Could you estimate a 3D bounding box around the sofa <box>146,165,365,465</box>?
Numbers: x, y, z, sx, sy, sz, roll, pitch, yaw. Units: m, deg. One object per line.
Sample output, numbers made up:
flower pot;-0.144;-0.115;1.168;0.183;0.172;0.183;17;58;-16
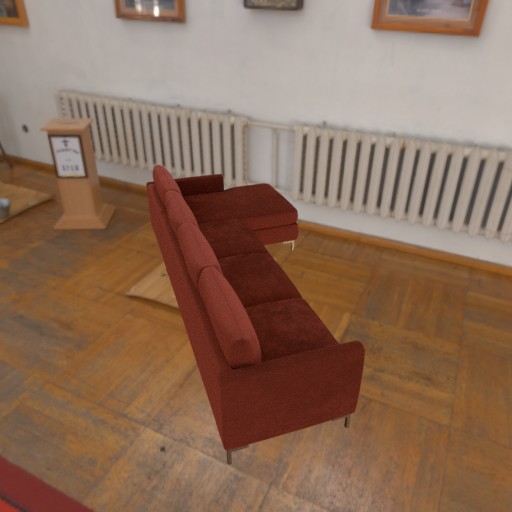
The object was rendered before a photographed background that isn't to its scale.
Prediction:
sofa;0.000;0.000;3.545;1.350;0.810;2.932;-10;31;-16
